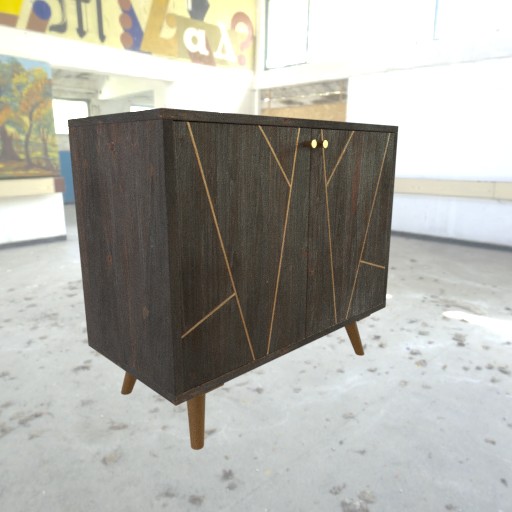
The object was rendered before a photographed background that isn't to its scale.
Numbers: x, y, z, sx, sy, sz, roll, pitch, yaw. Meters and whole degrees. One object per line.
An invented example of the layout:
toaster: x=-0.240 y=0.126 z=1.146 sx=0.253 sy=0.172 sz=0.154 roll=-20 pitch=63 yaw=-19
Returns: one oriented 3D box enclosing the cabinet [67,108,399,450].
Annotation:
cabinet: x=0.000 y=0.000 z=1.556 sx=1.023 sy=0.897 sz=0.529 roll=-13 pitch=18 yaw=-43
